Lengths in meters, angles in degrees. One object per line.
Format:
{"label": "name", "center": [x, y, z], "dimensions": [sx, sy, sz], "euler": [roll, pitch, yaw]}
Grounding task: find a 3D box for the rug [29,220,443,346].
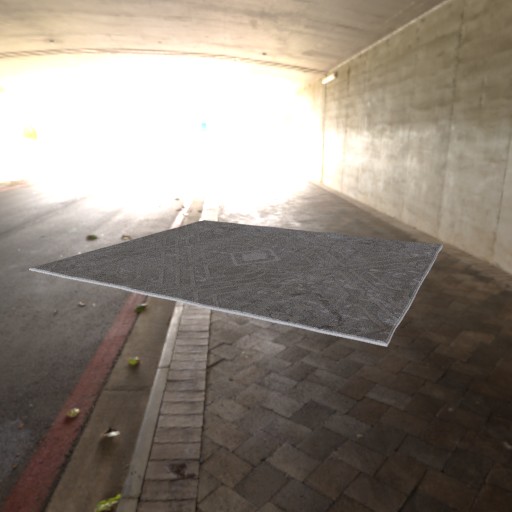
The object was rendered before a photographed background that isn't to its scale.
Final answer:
{"label": "rug", "center": [0.000, 0.000, 0.886], "dimensions": [0.639, 0.006, 0.548], "euler": [8, 17, 27]}
